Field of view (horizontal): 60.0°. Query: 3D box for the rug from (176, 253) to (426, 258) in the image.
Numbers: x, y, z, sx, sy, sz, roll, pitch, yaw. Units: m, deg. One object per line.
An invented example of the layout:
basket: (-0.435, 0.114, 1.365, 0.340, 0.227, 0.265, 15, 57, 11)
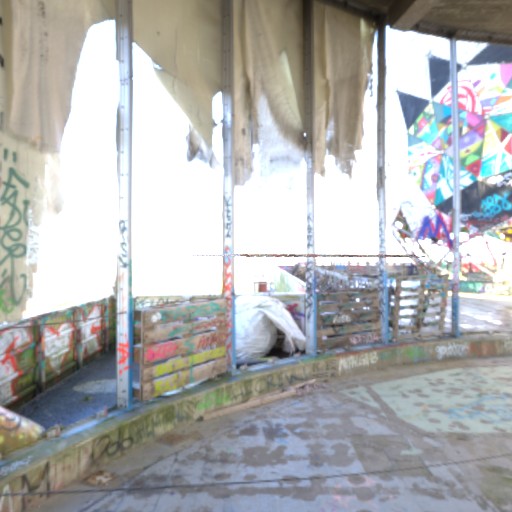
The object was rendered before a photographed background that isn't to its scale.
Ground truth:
rug: (0.000, 0.000, 2.720, 1.324, 0.018, 2.378, 0, 0, 0)
